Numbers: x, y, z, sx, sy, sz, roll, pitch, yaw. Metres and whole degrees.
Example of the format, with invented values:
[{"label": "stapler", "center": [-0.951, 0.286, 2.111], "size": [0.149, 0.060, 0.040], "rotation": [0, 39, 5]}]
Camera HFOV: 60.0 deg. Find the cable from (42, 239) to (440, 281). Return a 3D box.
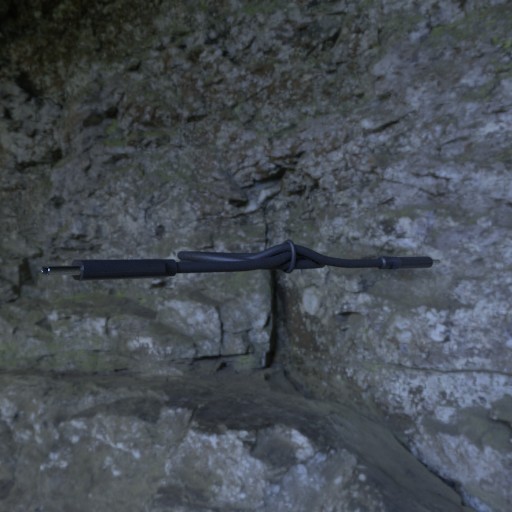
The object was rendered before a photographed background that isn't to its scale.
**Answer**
[{"label": "cable", "center": [0.000, 0.000, 0.203], "size": [0.186, 0.014, 0.070], "rotation": [0, 1, -35]}]
